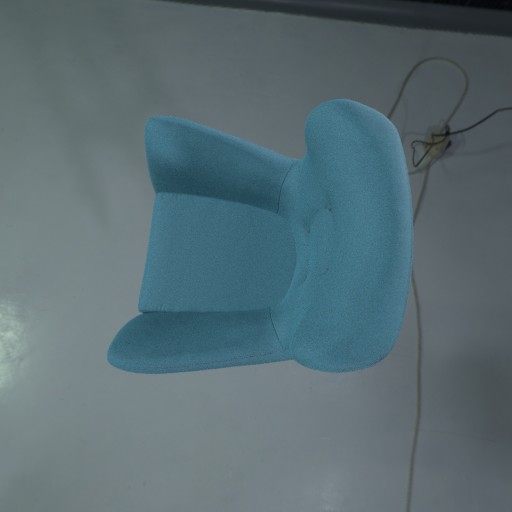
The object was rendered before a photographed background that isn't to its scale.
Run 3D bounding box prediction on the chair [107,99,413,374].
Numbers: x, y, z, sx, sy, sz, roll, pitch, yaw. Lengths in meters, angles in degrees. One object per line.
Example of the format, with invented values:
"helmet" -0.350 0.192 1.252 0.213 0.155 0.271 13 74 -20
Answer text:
"chair" 0.000 0.000 1.623 0.889 0.889 0.890 5 76 1
